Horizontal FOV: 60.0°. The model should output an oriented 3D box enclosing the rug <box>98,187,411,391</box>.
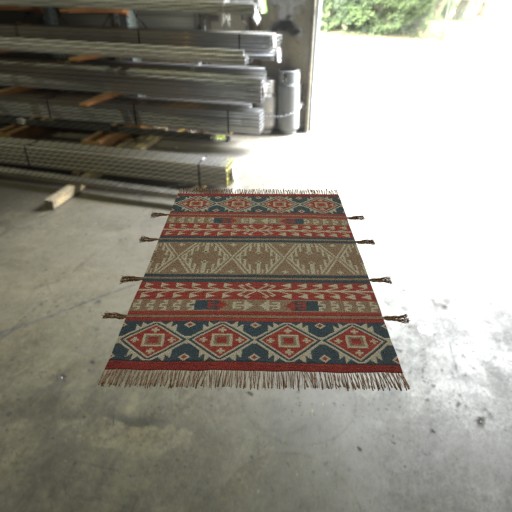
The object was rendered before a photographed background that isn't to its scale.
[{"bbox_3d":[0.000,0.000,3.138,1.778,0.048,2.450,0,31,1],"label":"rug"}]
